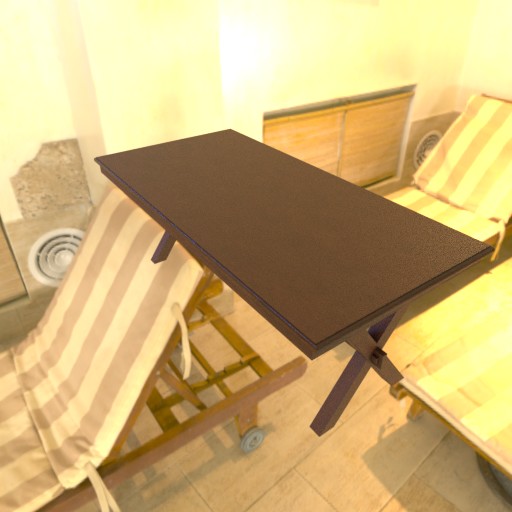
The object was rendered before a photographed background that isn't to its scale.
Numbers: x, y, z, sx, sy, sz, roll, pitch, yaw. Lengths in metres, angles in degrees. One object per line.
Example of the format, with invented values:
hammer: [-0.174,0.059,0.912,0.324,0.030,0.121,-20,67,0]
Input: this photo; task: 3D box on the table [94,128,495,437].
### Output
table: [0.000,0.000,1.479,0.594,0.459,1.197,-22,39,-29]
